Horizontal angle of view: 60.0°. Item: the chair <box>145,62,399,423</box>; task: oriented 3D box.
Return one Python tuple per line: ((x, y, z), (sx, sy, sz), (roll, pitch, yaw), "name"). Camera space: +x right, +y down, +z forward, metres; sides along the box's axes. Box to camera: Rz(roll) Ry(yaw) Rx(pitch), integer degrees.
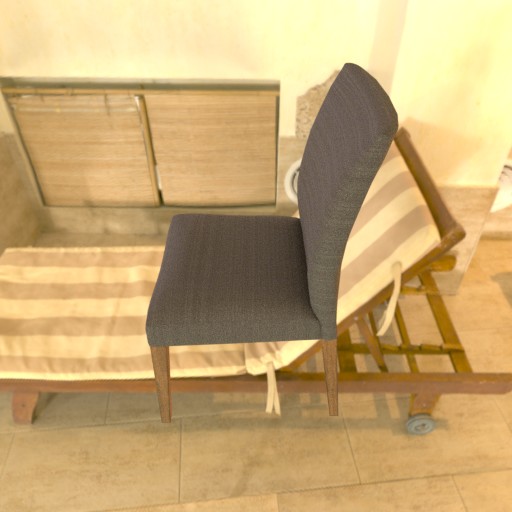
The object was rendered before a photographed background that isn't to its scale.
((0.000, 0.000, 1.267), (0.585, 0.940, 0.496), (0, 40, 0), "chair")
